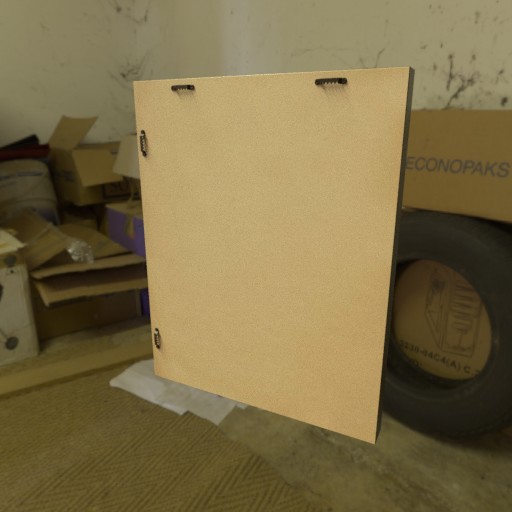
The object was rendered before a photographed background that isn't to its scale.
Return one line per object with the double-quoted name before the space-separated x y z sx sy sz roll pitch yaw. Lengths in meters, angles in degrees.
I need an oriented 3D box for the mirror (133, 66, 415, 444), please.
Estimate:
"mirror" 0.000 0.000 0.673 0.406 0.509 0.041 8 19 26
